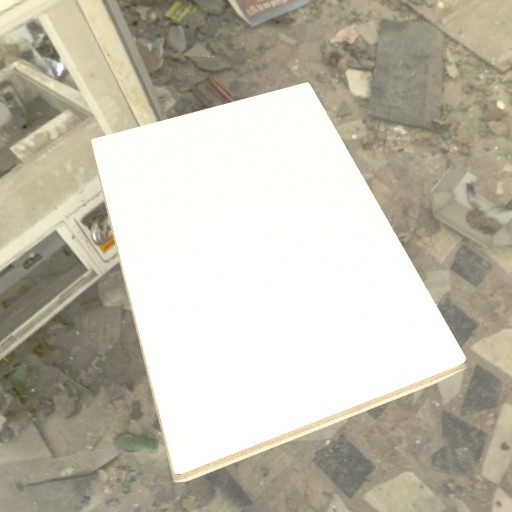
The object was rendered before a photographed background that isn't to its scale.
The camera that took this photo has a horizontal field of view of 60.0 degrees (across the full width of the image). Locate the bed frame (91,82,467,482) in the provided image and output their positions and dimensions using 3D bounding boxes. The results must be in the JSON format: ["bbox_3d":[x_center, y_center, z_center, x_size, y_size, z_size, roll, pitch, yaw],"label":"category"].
[{"bbox_3d":[0.000,0.000,2.553,1.448,0.490,1.944,-18,65,-9],"label":"bed frame"}]
